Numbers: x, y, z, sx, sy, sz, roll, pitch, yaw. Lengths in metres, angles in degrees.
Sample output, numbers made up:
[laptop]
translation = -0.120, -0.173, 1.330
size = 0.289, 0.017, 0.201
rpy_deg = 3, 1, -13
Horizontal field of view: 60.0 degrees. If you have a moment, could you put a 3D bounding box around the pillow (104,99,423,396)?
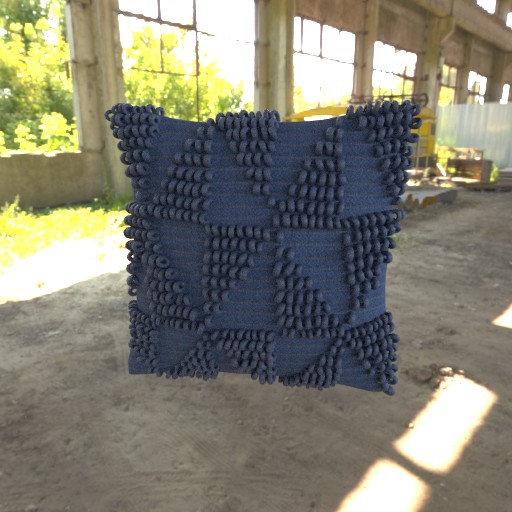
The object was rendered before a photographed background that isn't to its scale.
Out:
[pillow]
translation = 0.000, 0.000, 0.704
size = 0.469, 0.466, 0.172
rpy_deg = 2, 15, 8
